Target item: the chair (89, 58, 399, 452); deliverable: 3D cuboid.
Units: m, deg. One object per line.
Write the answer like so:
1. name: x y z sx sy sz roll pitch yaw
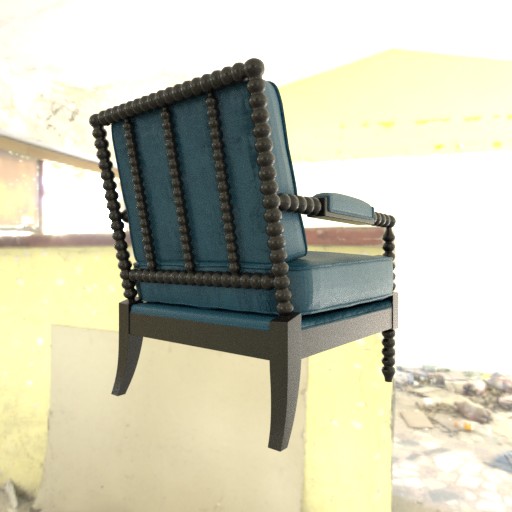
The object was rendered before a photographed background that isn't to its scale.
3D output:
1. chair: 0.000 0.000 1.421 0.688 0.857 0.805 0 0 39
